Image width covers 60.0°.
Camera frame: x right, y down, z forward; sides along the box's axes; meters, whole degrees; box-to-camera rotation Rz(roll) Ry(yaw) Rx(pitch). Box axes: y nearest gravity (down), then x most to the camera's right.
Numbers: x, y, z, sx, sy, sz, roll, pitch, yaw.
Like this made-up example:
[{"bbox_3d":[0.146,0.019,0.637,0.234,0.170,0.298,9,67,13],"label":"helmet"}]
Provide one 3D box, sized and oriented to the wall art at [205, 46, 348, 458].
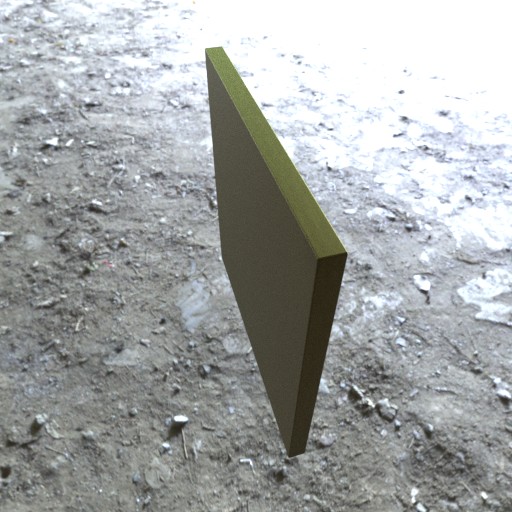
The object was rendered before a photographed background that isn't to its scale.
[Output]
[{"bbox_3d":[0.000,0.000,0.757,0.031,0.506,0.503,-12,48,-11],"label":"wall art"}]
